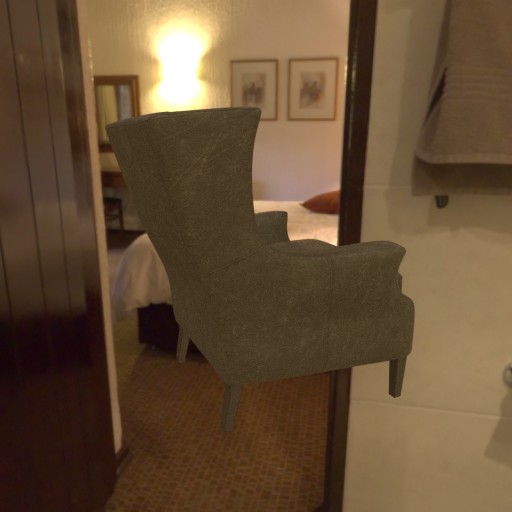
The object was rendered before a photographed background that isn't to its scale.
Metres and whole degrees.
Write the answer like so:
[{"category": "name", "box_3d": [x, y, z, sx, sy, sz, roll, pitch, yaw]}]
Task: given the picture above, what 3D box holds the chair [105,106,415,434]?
[{"category": "chair", "box_3d": [0.000, 0.000, 1.666, 0.926, 1.016, 0.853, -7, 16, -25]}]
